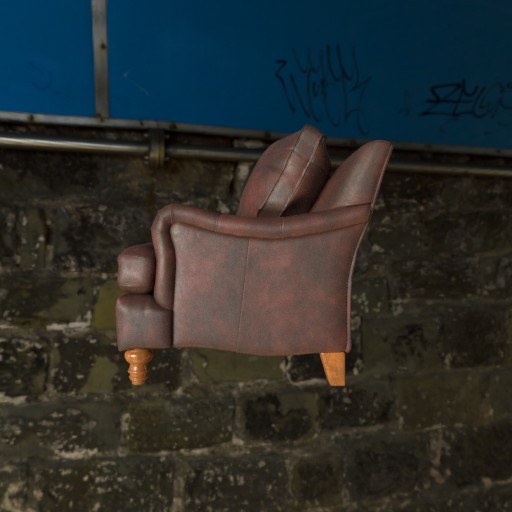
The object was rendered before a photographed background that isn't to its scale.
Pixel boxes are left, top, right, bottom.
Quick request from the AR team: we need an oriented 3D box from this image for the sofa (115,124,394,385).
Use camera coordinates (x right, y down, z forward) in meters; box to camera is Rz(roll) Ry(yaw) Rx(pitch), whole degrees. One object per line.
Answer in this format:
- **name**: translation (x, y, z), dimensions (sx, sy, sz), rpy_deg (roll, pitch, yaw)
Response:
- **sofa**: translation (0.000, 0.000, 2.806), dimensions (1.147, 1.071, 2.144), rpy_deg (0, -1, 0)
